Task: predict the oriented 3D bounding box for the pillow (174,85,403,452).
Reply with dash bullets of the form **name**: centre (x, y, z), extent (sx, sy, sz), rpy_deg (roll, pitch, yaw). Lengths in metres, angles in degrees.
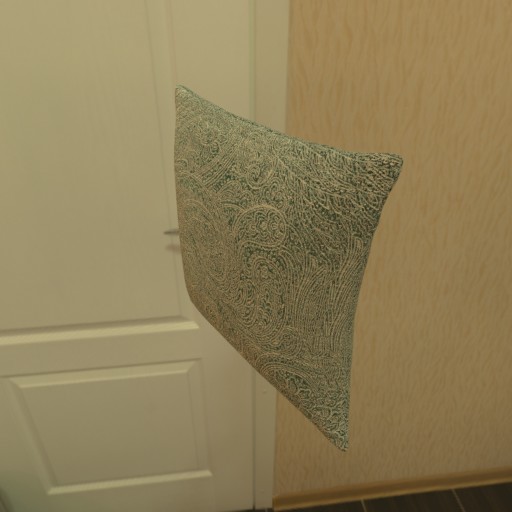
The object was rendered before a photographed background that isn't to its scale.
- **pillow**: centre (0.000, 0.000, 0.791), extent (0.166, 0.507, 0.526), rpy_deg (-21, 37, -30)
